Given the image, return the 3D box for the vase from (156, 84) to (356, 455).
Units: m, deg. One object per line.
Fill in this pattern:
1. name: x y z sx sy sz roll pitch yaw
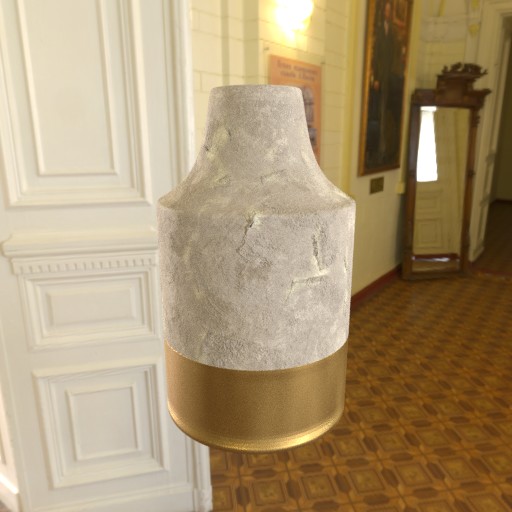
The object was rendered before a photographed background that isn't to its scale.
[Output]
1. vase: 0.000 0.000 0.430 0.184 0.305 0.184 0 15 0
